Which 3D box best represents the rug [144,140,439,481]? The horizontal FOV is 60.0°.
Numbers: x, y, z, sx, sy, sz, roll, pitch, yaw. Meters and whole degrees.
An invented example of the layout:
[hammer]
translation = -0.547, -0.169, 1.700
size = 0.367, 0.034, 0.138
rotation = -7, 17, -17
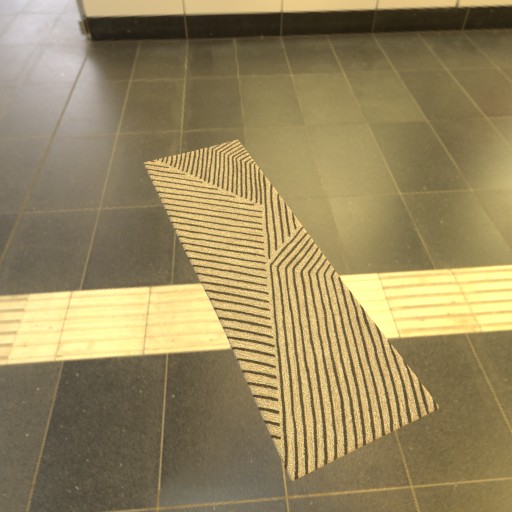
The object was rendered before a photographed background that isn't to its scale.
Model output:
[rug]
translation = 0.000, 0.000, 2.693
size = 0.773, 0.020, 2.439
rotation = -18, 50, -16
